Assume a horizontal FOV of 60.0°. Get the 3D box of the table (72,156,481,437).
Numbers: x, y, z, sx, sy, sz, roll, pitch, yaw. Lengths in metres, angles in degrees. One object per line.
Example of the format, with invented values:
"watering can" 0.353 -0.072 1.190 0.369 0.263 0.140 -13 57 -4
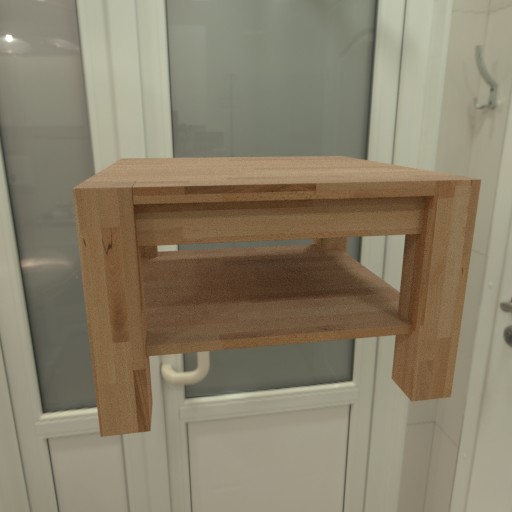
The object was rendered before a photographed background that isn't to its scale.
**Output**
"table" 0.000 0.000 1.132 0.700 0.451 0.700 -3 16 -10
